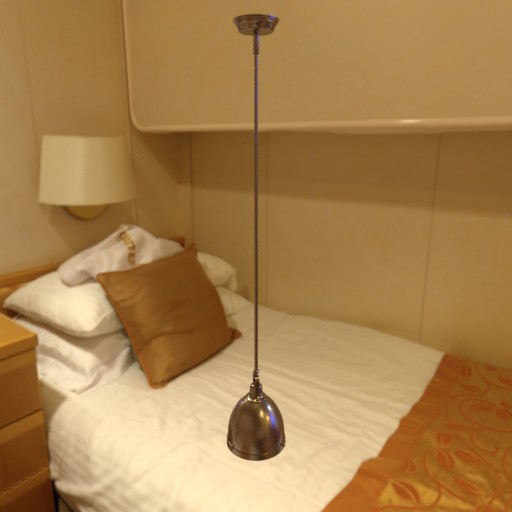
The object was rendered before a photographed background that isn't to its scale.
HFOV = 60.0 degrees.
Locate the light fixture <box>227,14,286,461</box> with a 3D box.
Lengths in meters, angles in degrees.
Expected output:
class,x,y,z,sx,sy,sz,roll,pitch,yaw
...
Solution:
class,x,y,z,sx,sy,sz,roll,pitch,yaw
light fixture,0.000,0.000,1.419,0.211,1.367,0.217,-2,15,-9
